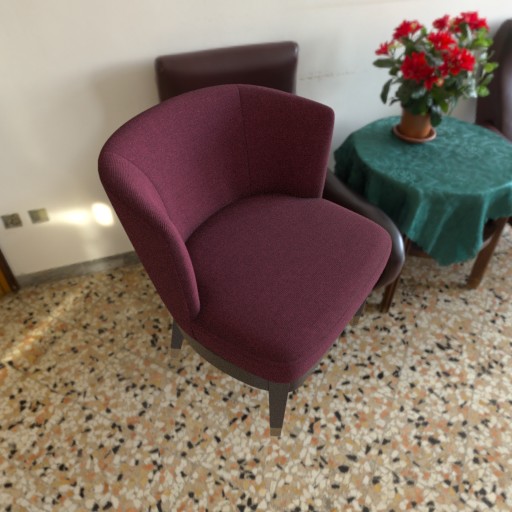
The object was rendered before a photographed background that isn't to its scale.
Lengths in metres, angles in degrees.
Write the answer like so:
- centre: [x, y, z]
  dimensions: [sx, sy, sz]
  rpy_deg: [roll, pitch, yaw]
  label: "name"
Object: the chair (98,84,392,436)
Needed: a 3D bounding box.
- centre: [0.000, 0.000, 1.296]
  dimensions: [0.660, 0.760, 0.700]
  rpy_deg: [25, 48, 26]
  label: "chair"
